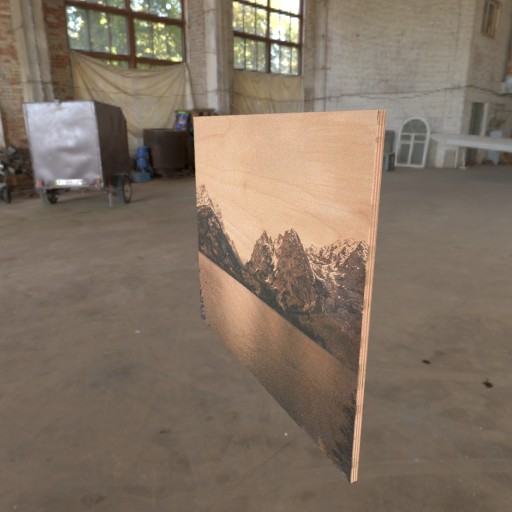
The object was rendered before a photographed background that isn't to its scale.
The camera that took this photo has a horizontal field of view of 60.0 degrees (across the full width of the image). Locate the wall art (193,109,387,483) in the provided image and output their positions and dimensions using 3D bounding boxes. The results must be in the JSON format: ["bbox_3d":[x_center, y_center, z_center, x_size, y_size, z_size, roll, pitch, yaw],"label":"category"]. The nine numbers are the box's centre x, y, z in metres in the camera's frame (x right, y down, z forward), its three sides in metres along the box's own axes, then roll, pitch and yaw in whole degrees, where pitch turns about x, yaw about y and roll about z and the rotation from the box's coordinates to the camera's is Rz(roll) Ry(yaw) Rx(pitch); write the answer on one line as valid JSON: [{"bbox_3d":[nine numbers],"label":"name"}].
[{"bbox_3d":[0.000,0.000,0.671,0.010,0.408,0.508,-8,18,-25],"label":"wall art"}]
